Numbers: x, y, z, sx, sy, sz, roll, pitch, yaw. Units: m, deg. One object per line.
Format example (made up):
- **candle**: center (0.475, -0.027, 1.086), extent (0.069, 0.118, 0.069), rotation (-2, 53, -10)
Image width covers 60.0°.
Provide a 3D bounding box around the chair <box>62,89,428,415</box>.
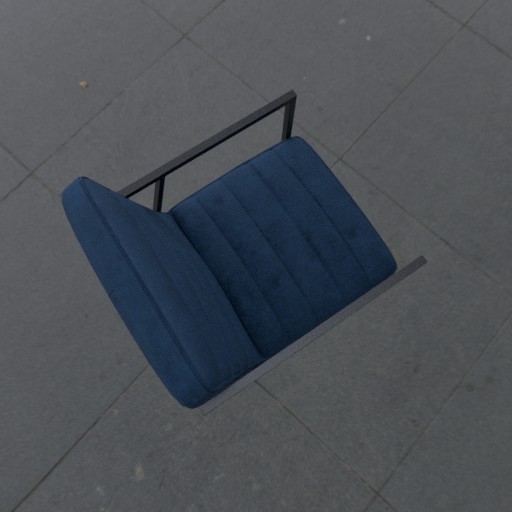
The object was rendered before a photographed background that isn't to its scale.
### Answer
- **chair**: center (0.000, 0.000, 1.275), extent (0.677, 0.833, 0.571), rotation (-32, 78, -8)
